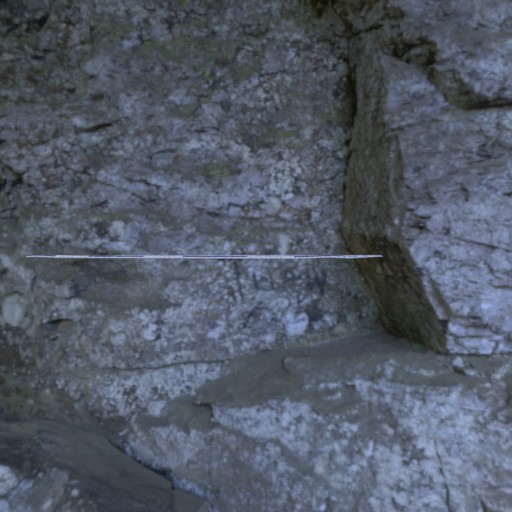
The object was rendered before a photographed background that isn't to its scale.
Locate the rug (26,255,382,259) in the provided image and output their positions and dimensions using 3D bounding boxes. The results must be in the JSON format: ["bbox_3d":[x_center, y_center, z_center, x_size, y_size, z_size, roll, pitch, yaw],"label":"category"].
[{"bbox_3d":[0.000,0.000,2.125,1.072,0.013,1.698,0,0,19],"label":"rug"}]
